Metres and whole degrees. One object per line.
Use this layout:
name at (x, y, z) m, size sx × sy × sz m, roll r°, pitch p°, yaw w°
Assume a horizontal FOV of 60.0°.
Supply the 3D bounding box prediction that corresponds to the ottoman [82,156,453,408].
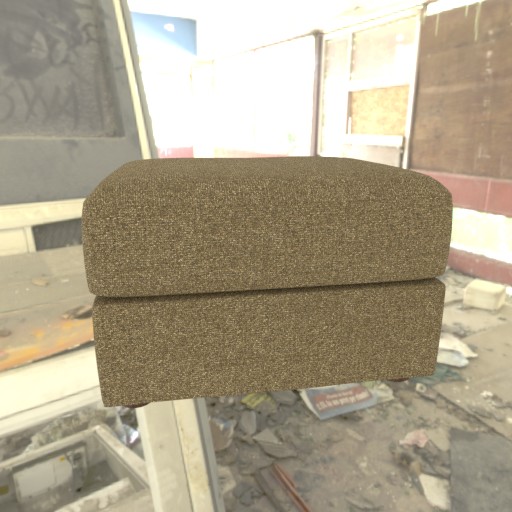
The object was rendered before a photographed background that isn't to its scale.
ottoman at (0.000, 0.000, 1.127) m, size 0.742 × 0.476 × 0.598 m, roll -3°, pitch 17°, yaw -9°
